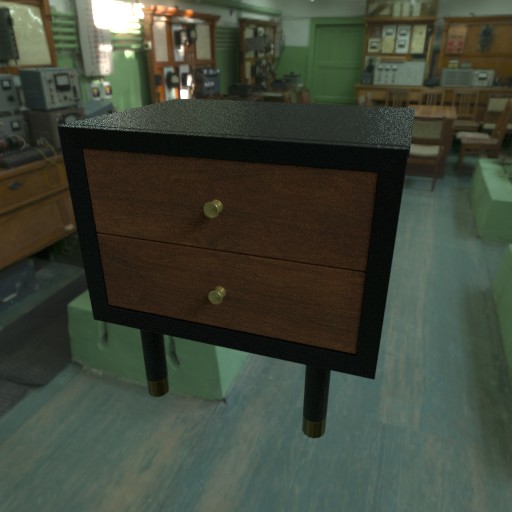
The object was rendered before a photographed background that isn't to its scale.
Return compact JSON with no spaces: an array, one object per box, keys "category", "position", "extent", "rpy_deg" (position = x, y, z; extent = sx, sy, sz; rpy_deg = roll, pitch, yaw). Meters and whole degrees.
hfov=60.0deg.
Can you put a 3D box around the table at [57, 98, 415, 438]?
[{"category":"table","position":[0.000,0.000,0.962],"extent":[0.564,0.584,0.441],"rpy_deg":[8,27,17]}]
